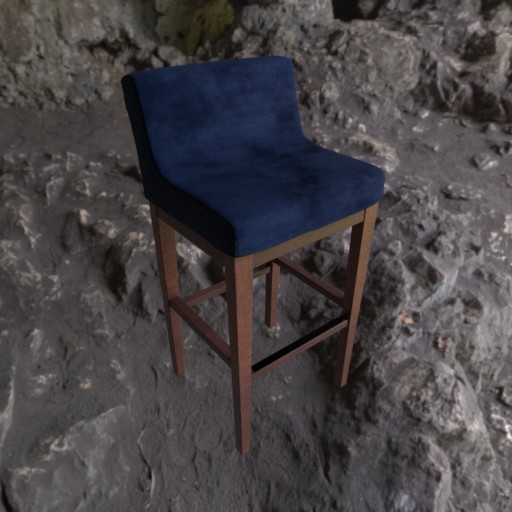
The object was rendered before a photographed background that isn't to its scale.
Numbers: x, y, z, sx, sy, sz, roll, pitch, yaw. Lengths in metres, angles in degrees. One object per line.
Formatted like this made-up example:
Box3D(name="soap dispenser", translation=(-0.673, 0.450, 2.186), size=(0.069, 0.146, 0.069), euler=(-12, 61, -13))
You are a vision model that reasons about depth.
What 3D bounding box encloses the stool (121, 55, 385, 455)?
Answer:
Box3D(name="stool", translation=(0.000, 0.000, 1.336), size=(0.511, 1.037, 0.500), euler=(-22, 38, -31))
